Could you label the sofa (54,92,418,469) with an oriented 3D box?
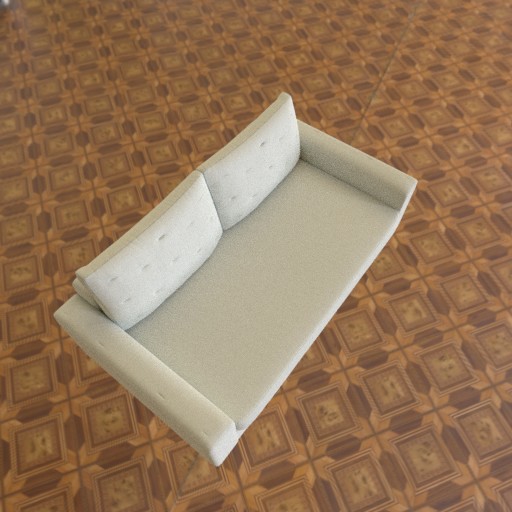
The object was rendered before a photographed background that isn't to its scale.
[{"bbox_3d":[0.000,0.000,2.162,0.920,0.790,1.650,33,63,19],"label":"sofa"}]
